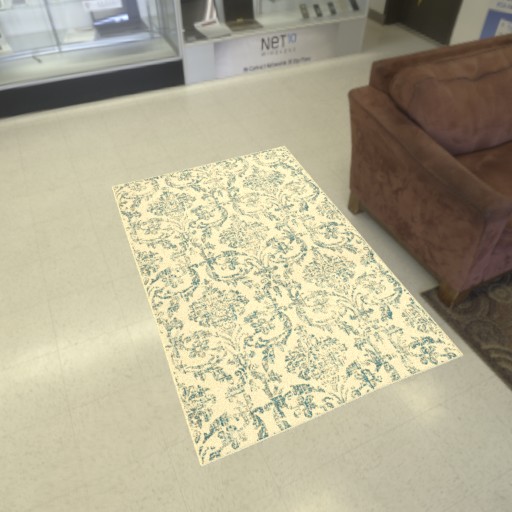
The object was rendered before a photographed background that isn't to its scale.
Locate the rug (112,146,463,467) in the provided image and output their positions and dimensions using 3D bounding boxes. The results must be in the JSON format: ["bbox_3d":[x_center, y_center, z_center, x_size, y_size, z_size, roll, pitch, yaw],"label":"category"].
[{"bbox_3d":[0.000,0.000,3.558,1.819,0.018,2.746,-17,48,-16],"label":"rug"}]
